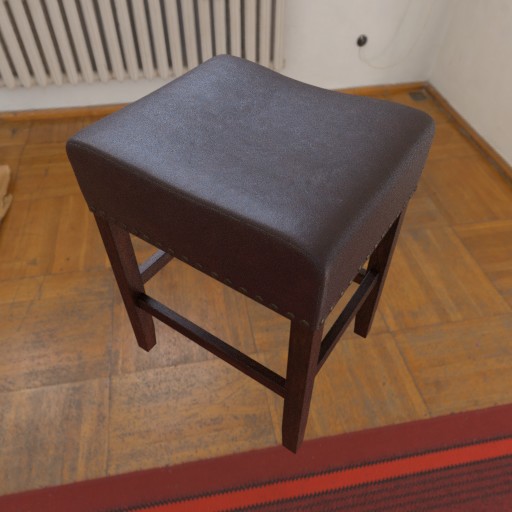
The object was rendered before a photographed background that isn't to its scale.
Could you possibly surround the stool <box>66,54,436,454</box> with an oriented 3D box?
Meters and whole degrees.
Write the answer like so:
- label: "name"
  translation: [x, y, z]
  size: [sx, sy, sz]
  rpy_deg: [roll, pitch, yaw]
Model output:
- label: "stool"
  translation: [0.000, 0.000, 0.911]
  size: [0.465, 0.608, 0.397]
  rpy_deg: [26, 52, 23]
